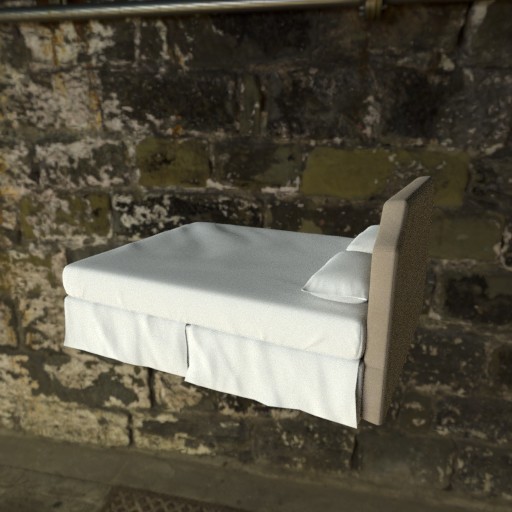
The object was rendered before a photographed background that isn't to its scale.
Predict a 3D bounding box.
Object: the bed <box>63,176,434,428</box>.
[{"bbox_3d":[0.000,0.000,3.645,2.498,1.293,1.977,8,18,25],"label":"bed"}]
